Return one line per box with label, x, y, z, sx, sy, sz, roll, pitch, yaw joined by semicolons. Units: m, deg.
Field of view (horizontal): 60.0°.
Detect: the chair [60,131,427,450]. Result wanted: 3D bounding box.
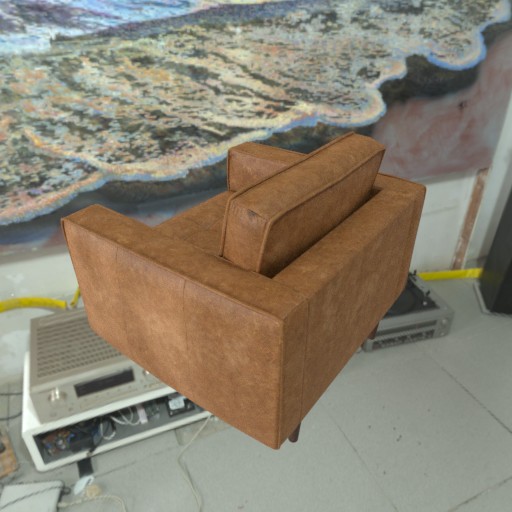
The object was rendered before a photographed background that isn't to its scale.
chair;0.000;0.000;1.498;0.798;0.767;0.928;22;38;30
